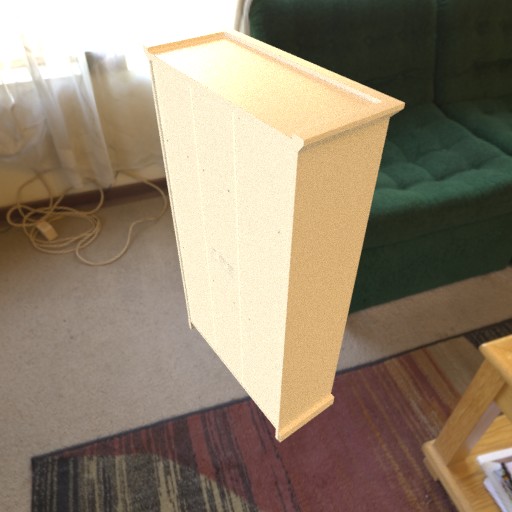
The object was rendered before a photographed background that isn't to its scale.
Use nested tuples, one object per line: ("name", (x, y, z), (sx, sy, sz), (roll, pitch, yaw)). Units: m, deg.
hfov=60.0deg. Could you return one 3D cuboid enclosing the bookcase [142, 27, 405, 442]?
("bookcase", (0.000, 0.000, 2.288), (0.432, 1.880, 1.050), (-26, 48, -26))
